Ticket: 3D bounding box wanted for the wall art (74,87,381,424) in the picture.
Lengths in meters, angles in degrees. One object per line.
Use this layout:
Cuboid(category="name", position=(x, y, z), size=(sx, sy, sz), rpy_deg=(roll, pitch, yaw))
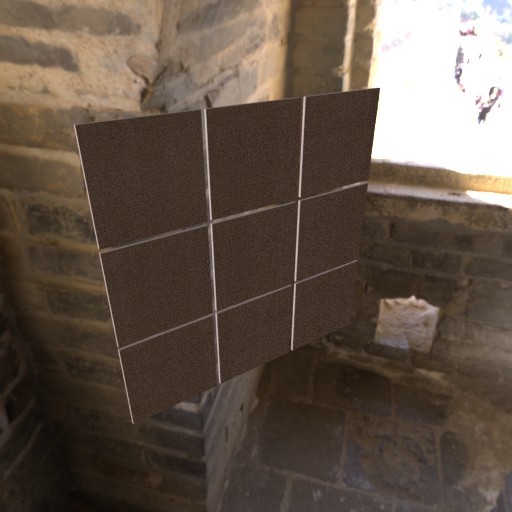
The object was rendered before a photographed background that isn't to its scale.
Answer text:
Cuboid(category="wall art", position=(0.000, 0.000, 1.833), size=(1.219, 1.218, 0.013), rpy_deg=(-18, 34, -29))
